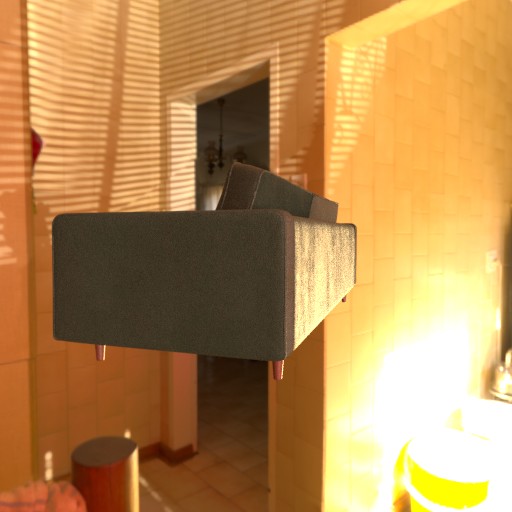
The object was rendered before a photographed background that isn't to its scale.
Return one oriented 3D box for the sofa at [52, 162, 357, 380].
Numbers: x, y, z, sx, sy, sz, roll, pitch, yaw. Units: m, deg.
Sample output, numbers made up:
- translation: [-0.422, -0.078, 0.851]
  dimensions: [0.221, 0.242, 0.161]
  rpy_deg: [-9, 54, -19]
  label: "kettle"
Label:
- translation: [0.000, 0.000, 2.532]
  dimensions: [0.918, 0.769, 2.199]
  rpy_deg: [1, 3, 18]
  label: "sofa"
